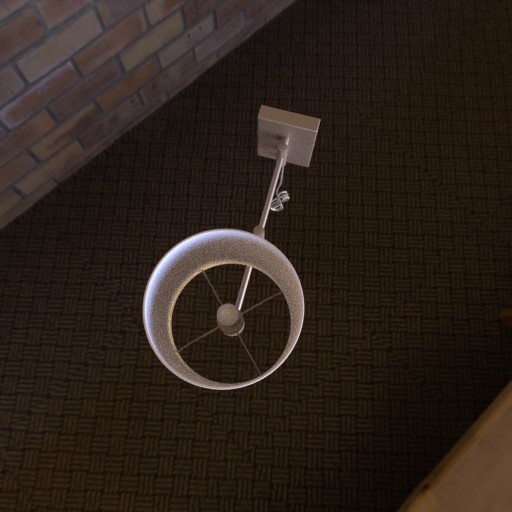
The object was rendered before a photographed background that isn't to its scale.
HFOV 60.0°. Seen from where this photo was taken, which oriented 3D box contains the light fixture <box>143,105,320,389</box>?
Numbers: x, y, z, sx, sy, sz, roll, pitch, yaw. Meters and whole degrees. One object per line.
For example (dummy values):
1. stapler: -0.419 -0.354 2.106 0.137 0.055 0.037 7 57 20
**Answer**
1. light fixture: 0.000 0.000 0.911 0.203 0.651 0.516 15 76 4
